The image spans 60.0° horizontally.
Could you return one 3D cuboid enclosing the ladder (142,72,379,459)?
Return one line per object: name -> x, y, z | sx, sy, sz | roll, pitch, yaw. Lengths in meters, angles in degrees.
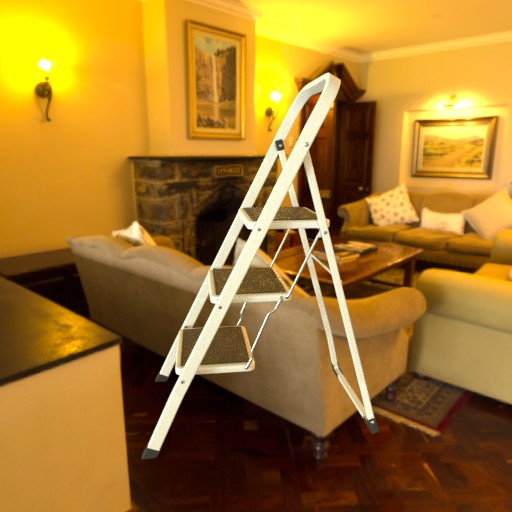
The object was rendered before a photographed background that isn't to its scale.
ladder -> 0.000, 0.000, 1.394 | 0.711, 1.050, 0.460 | -2, 14, -7
